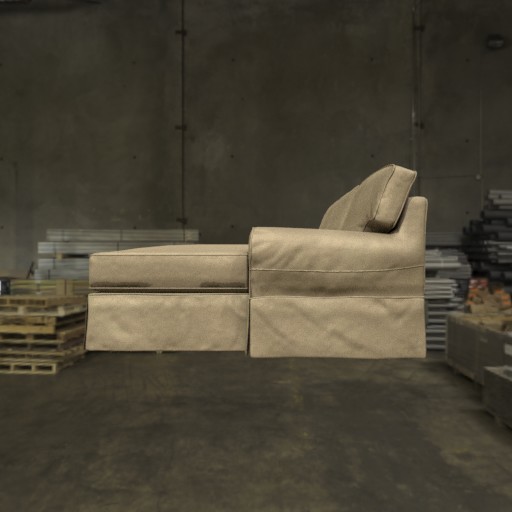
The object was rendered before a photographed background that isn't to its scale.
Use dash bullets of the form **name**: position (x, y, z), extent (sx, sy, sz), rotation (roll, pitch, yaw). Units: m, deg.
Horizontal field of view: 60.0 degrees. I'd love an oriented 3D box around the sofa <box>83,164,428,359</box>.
- **sofa**: position (0.000, 0.000, 3.355), extent (1.733, 0.978, 2.475), rotation (0, 1, 1)
